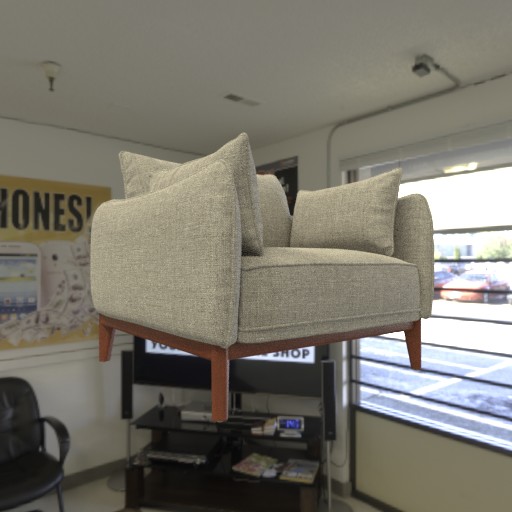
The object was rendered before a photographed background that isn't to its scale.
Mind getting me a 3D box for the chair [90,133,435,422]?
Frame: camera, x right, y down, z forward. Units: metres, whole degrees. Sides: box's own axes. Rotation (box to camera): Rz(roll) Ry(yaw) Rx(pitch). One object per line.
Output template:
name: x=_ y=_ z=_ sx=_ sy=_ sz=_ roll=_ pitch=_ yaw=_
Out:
chair: x=0.000 y=0.000 z=1.693 sx=0.993 sy=0.839 sz=0.976 roll=1 pitch=-1 yaw=-38
